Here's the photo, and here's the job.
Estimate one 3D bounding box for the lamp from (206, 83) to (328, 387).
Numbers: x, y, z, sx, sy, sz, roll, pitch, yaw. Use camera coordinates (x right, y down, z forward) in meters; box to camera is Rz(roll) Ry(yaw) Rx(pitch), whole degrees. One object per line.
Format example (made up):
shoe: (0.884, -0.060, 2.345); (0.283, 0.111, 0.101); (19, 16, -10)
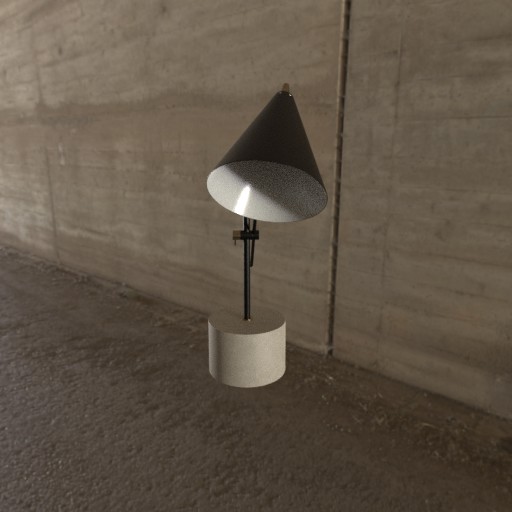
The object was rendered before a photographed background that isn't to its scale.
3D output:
lamp: (0.000, 0.000, 0.723); (0.214, 0.518, 0.403); (2, 14, 7)
